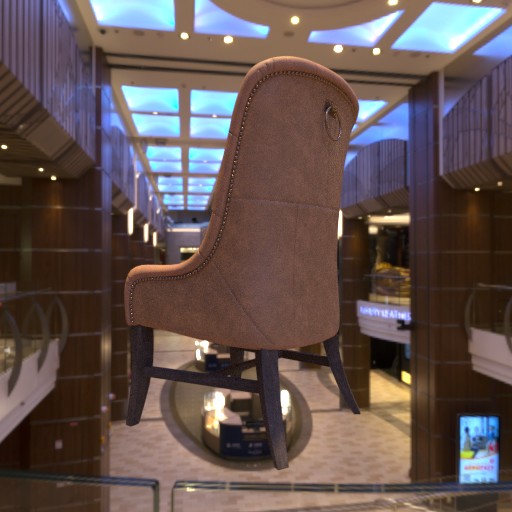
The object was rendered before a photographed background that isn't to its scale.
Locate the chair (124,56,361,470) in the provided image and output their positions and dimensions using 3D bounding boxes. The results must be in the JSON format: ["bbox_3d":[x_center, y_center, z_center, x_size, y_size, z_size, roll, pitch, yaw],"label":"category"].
[{"bbox_3d":[0.000,0.000,1.491,0.629,1.091,0.634,-1,-1,35],"label":"chair"}]
